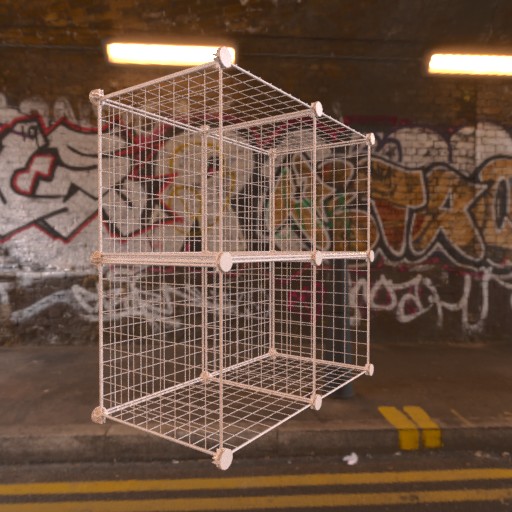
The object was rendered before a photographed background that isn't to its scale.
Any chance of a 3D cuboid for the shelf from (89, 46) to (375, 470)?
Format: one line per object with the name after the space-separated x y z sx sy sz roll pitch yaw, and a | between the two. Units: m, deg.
0.000 0.000 1.125 0.356 0.711 0.711 1 1 35 | shelf
